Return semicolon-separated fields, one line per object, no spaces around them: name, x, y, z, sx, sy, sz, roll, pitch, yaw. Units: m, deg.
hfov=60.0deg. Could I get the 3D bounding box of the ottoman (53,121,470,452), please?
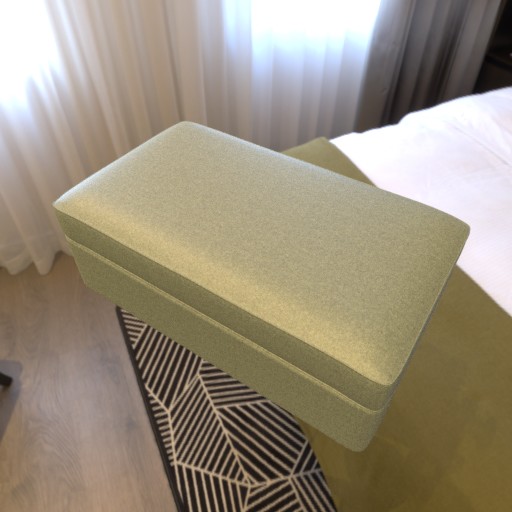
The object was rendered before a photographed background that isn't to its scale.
ottoman;0.000;0.000;1.528;1.173;0.494;0.681;25;50;23
